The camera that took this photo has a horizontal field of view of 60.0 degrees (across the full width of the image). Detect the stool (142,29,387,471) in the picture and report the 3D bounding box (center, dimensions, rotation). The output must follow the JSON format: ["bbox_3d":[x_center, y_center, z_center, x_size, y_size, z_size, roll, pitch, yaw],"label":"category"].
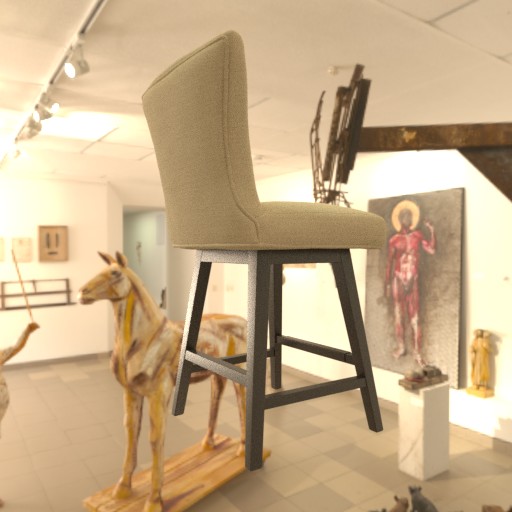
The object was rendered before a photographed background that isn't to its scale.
[{"bbox_3d":[0.000,0.000,1.302,0.574,1.000,0.514,-1,1,-35],"label":"stool"}]
